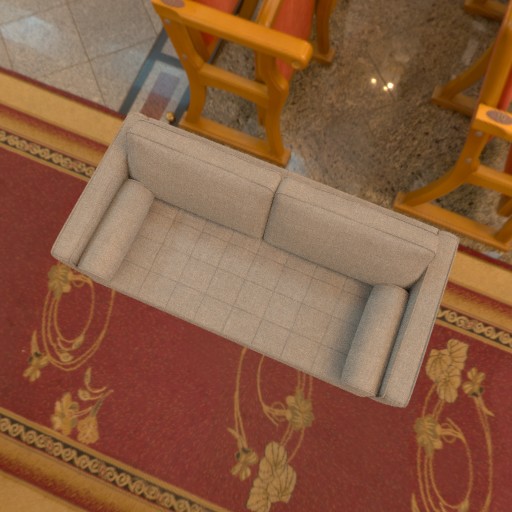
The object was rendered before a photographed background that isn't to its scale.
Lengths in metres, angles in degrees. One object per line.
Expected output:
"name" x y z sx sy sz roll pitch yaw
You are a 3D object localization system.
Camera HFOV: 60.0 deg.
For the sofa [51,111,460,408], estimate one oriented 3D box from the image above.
"sofa" 0.000 0.000 2.379 1.879 0.762 0.914 22 76 6
